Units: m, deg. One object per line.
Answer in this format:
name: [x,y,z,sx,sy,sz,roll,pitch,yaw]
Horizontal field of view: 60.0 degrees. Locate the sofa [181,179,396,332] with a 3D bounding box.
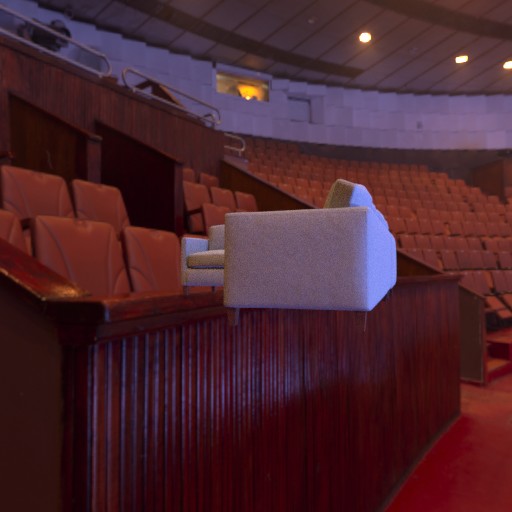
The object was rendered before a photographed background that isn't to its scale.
sofa: [0.000,0.000,4.468,2.592,0.947,3.301,0,-1,20]
